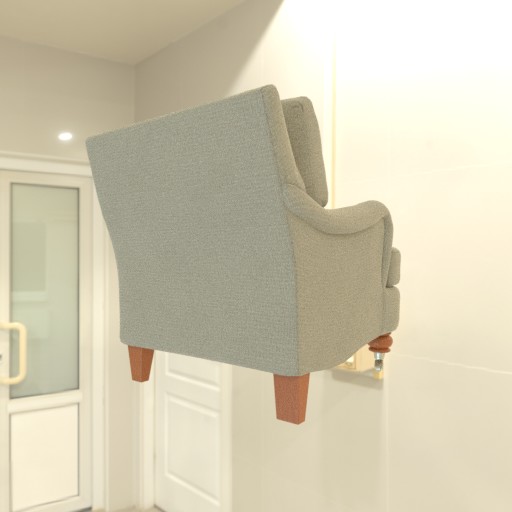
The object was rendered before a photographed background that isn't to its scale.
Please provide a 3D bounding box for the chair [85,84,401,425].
[{"bbox_3d":[0.000,0.000,1.877,0.955,1.038,1.070,0,0,37],"label":"chair"}]
